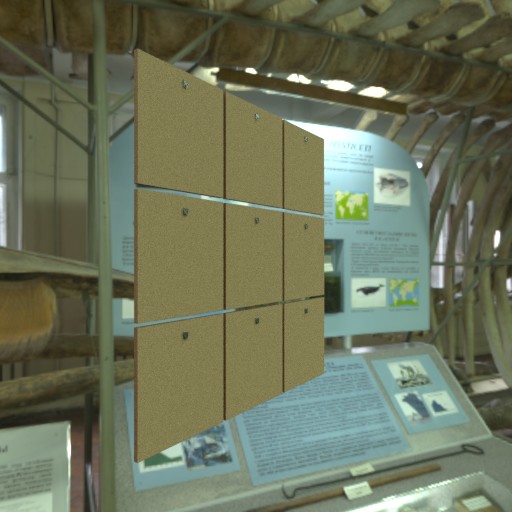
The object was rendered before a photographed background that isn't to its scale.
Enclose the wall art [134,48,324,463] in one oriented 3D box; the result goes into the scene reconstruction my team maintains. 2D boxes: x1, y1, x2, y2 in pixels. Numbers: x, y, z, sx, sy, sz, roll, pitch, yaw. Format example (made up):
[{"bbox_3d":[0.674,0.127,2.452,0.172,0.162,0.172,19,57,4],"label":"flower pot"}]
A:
[{"bbox_3d":[0.000,0.000,1.803,0.024,1.218,1.221,0,0,35],"label":"wall art"}]
